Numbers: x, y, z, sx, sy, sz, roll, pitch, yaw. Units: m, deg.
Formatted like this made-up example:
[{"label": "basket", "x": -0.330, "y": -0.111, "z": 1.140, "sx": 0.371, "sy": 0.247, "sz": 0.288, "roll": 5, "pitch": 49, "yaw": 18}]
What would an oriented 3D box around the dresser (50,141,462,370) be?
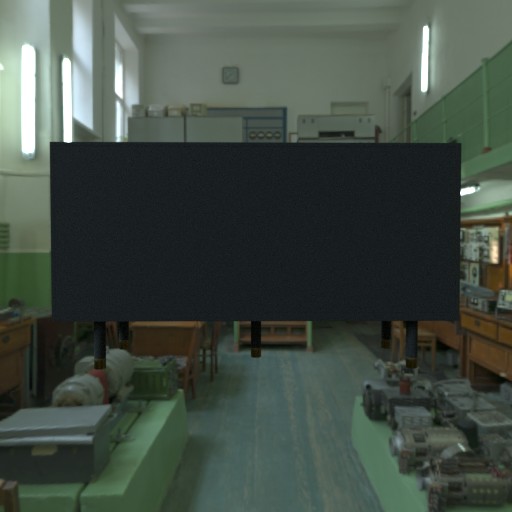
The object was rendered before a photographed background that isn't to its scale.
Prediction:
[{"label": "dresser", "x": 0.000, "y": 0.000, "z": 1.918, "sx": 1.558, "sy": 0.872, "sz": 0.463, "roll": 0, "pitch": 1, "yaw": -1}]
